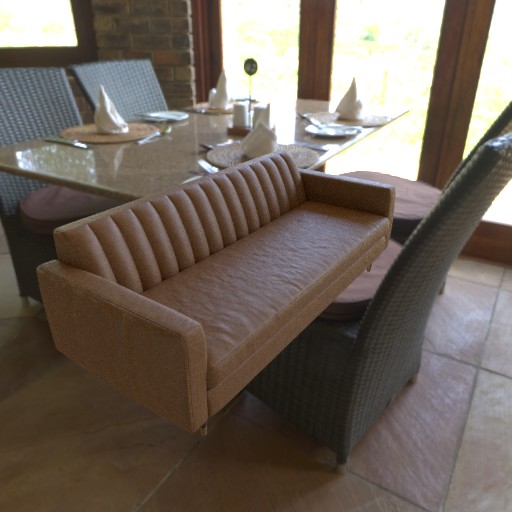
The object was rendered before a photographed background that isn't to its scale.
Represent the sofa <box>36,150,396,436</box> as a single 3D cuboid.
[{"bbox_3d":[0.000,0.000,2.749,0.990,0.821,2.291,18,31,31],"label":"sofa"}]
